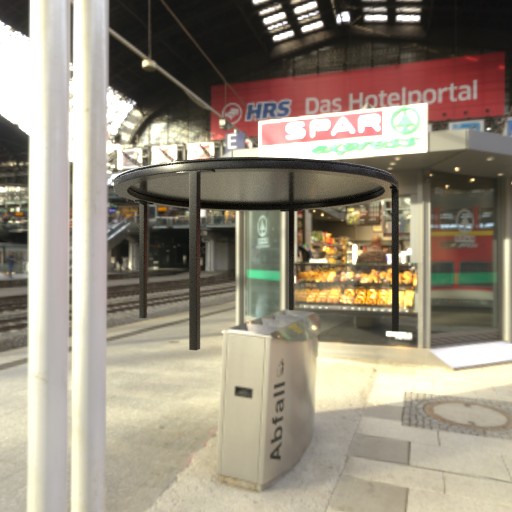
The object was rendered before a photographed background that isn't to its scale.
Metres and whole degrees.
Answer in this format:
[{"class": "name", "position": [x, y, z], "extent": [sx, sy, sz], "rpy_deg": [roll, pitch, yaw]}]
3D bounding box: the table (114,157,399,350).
[{"class": "table", "position": [0.000, 0.000, 1.304], "extent": [0.800, 0.400, 0.800], "rpy_deg": [0, -1, 0]}]
